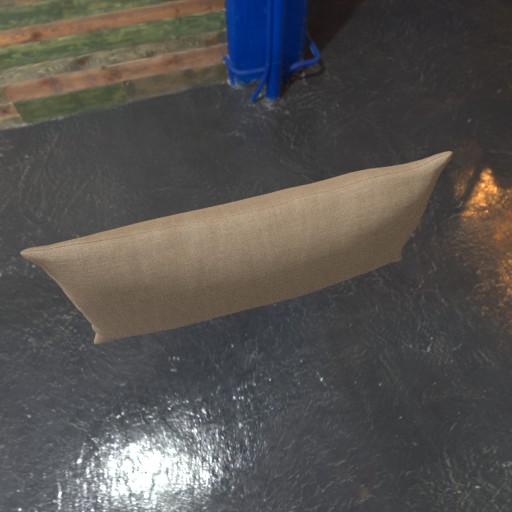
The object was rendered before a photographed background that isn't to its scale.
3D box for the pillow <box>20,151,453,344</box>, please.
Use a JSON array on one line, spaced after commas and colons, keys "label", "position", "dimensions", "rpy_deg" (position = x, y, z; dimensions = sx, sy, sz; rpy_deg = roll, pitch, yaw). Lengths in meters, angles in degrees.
[{"label": "pillow", "position": [0.000, 0.000, 0.720], "dimensions": [0.612, 0.308, 0.148], "rpy_deg": [-15, 60, -9]}]
